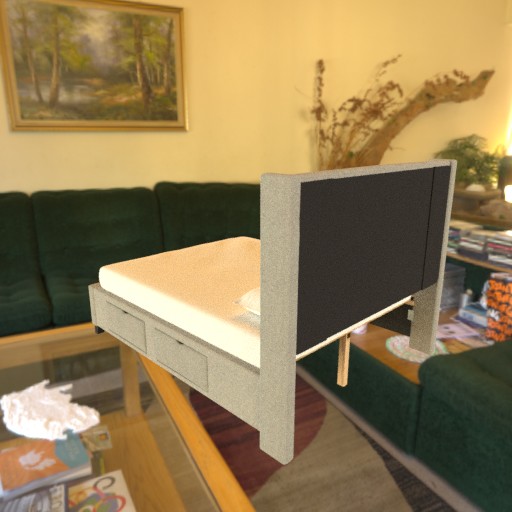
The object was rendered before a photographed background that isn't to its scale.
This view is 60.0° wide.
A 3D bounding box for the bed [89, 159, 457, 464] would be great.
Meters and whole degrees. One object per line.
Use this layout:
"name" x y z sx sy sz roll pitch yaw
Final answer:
"bed" 0.000 0.000 3.449 1.774 1.491 2.222 -15 21 -43
